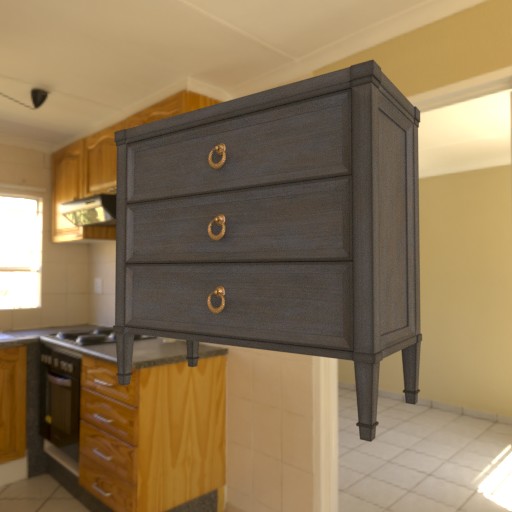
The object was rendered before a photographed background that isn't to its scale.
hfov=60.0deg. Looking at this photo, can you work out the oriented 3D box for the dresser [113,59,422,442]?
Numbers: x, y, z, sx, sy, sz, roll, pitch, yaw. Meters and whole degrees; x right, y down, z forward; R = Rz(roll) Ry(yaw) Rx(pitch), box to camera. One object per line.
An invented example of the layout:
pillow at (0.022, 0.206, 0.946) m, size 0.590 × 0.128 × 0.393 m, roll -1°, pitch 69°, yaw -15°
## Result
dresser at (0.000, 0.000, 1.612) m, size 1.049 × 0.986 × 0.463 m, roll -1°, pitch -2°, yaw 35°
